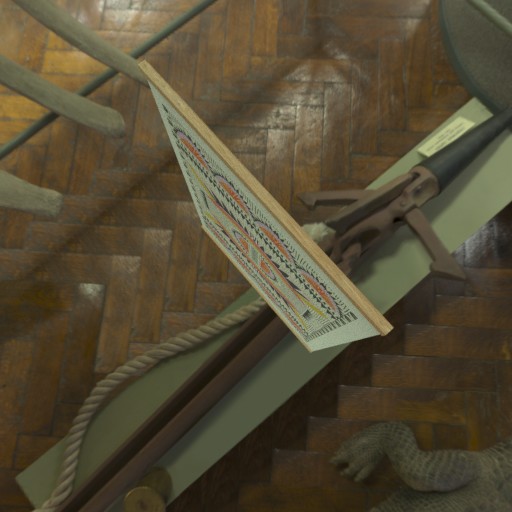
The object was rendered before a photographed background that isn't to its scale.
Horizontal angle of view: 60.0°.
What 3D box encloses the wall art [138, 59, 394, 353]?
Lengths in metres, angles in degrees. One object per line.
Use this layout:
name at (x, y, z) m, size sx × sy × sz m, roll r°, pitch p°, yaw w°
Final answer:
wall art at (0.000, 0.000, 1.913) m, size 0.028 × 1.533 × 0.999 m, roll -40°, pitch 79°, yaw -9°
